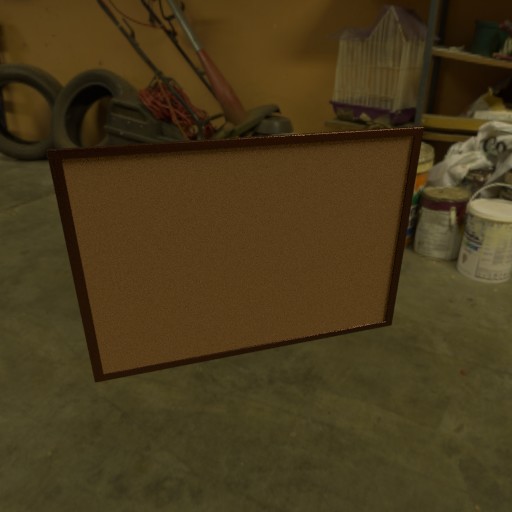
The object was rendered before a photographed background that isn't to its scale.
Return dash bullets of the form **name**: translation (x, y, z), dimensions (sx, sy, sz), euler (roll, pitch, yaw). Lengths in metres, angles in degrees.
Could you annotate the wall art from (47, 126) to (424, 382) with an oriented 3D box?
- **wall art**: translation (0.000, 0.000, 1.058), dimensions (0.816, 0.559, 0.014), euler (-8, 27, -15)
